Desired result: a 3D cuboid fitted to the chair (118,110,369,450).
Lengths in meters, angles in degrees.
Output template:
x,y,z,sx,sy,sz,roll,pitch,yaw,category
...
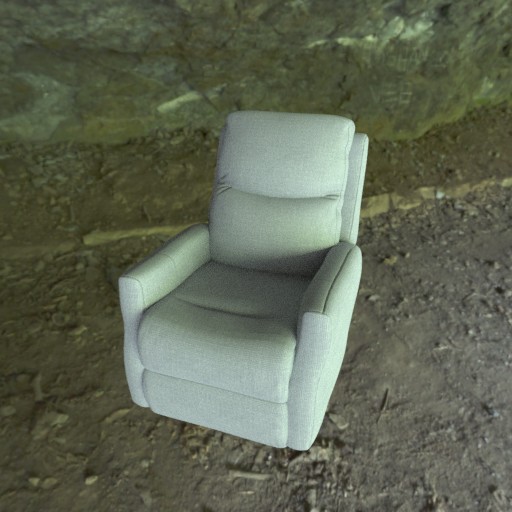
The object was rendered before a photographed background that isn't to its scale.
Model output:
x,y,z,sx,sy,sz,roll,pitch,yaw,category
0.000,0.000,1.830,0.829,1.030,1.080,9,28,17,chair
